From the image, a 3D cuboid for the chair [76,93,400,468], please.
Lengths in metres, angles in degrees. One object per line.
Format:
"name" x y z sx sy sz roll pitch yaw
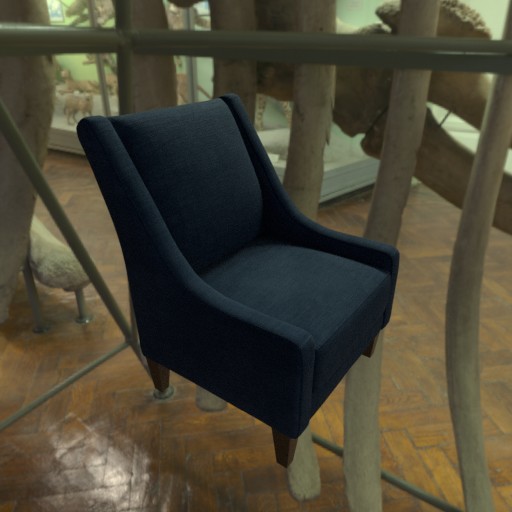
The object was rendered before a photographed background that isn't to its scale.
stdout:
"chair" 0.000 0.000 1.636 0.870 1.014 0.774 18 32 32
